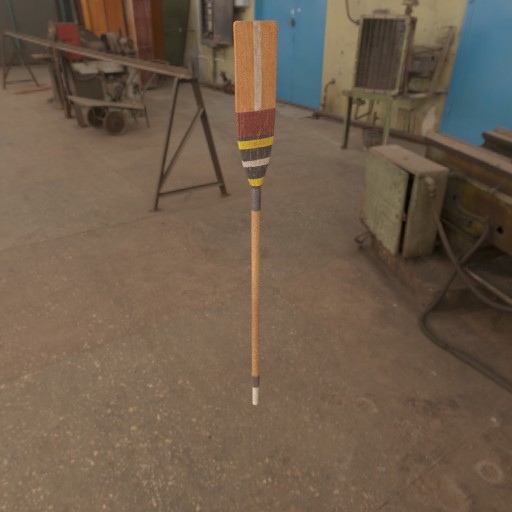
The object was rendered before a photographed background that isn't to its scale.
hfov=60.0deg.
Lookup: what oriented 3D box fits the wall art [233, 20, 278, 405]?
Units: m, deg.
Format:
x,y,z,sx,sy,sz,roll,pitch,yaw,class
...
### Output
x,y,z,sx,sy,sz,roll,pitch,yaw,class
0.000,0.000,1.659,0.146,1.556,0.038,-17,34,-28,wall art
